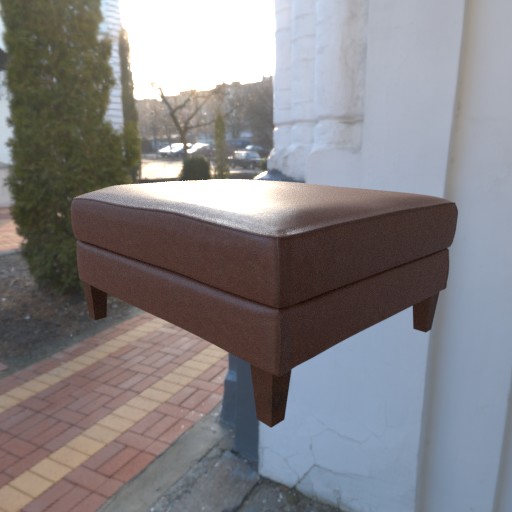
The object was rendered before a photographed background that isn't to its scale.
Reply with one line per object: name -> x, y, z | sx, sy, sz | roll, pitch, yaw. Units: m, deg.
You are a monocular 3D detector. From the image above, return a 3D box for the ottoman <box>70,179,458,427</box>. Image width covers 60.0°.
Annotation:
ottoman -> 0.000, 0.000, 1.468 | 0.836, 0.472, 0.987 | -13, 19, -43
